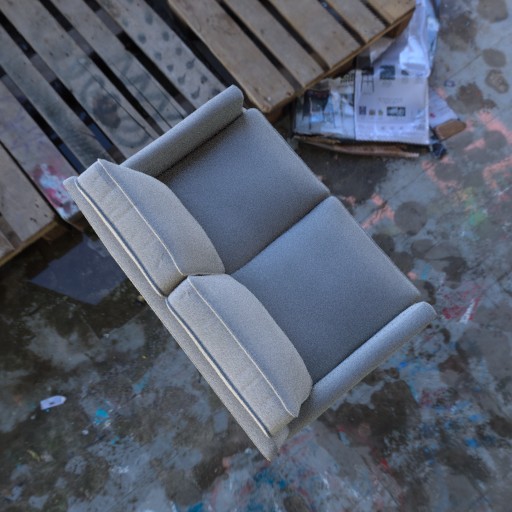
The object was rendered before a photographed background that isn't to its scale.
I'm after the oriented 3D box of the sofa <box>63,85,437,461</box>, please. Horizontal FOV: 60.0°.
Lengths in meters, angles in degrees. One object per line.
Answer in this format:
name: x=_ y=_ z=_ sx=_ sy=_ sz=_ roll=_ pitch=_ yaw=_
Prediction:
sofa: x=0.000 y=0.000 z=2.286 sx=1.084 sy=1.003 sz=1.597 roll=-38 pitch=79 yaw=-8
